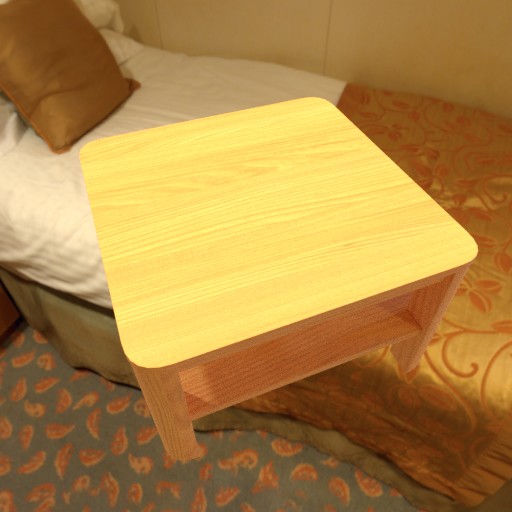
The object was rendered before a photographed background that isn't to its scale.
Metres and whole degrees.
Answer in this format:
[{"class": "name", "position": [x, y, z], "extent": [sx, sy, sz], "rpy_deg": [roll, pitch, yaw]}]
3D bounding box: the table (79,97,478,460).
[{"class": "table", "position": [0.000, 0.000, 1.224], "extent": [0.750, 0.450, 0.750], "rpy_deg": [-16, 49, -15]}]
